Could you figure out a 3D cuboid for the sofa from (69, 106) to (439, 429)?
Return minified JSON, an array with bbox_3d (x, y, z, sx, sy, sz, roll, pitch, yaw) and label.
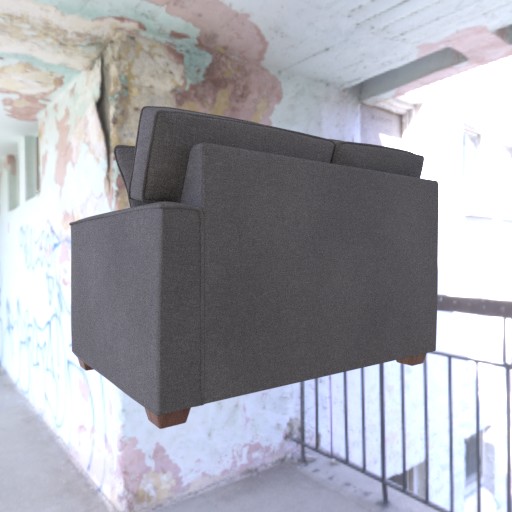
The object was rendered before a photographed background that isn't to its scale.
[{"bbox_3d":[0.000,0.000,2.005,1.388,0.989,0.991,0,1,-36],"label":"sofa"}]
